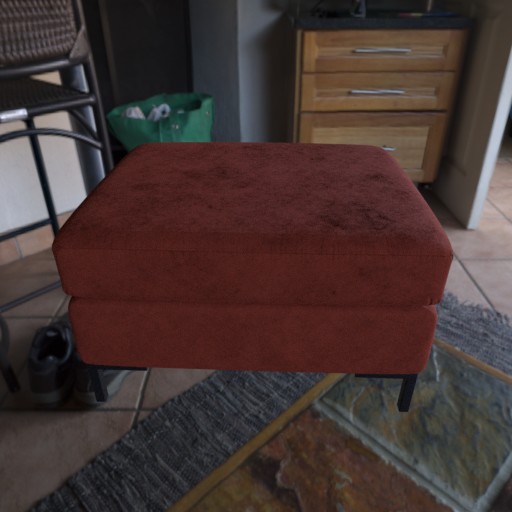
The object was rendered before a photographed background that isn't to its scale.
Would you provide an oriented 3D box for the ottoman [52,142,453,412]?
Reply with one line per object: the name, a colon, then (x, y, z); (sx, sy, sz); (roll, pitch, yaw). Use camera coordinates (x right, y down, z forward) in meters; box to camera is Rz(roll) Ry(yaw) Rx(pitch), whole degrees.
ottoman: (0.000, 0.000, 1.185); (0.782, 0.462, 0.650); (1, 31, 2)
